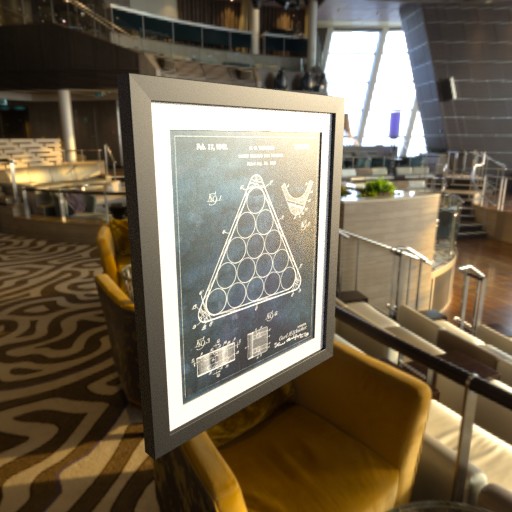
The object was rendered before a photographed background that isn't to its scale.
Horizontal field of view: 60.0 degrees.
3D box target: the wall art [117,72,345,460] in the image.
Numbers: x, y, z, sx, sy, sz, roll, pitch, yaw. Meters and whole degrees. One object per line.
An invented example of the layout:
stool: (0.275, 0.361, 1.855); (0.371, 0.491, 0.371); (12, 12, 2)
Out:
wall art: (0.000, 0.000, 0.715); (0.025, 0.508, 0.432); (14, 20, 43)
